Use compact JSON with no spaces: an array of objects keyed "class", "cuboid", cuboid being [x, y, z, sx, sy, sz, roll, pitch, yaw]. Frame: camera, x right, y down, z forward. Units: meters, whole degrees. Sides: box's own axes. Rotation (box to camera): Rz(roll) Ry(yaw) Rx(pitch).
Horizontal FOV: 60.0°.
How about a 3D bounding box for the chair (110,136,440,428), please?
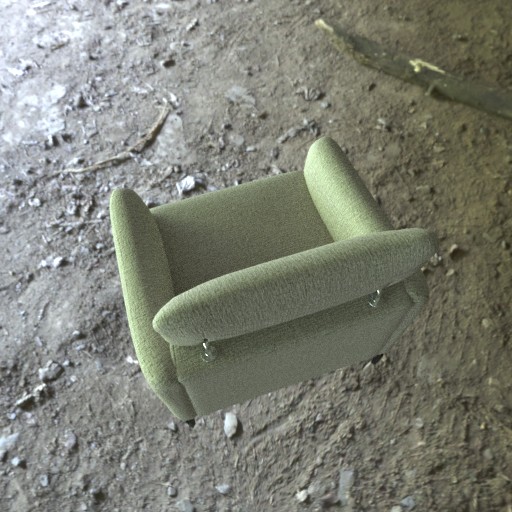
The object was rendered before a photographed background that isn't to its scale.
[{"class":"chair","cuboid":[0.000,0.000,1.641,0.972,0.967,0.835,-16,61,-9]}]
